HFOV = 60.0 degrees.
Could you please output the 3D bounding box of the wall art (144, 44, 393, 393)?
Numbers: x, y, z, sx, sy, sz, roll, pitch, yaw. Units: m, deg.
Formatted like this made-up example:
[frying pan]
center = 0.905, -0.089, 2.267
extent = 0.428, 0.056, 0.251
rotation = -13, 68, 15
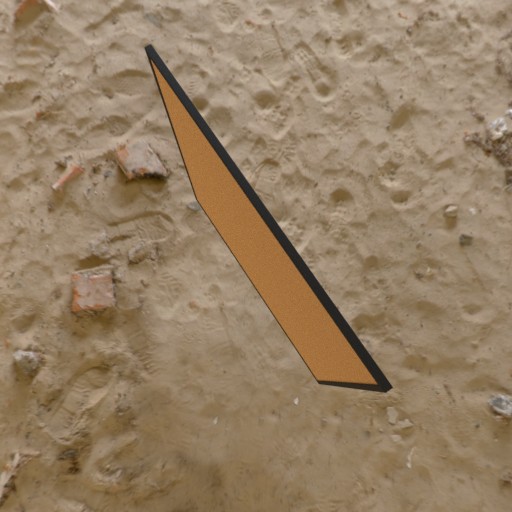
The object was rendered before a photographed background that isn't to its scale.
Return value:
[wall art]
center = 0.000, 0.000, 0.994
extent = 0.015, 0.663, 0.664
rotation = -32, 77, -8
